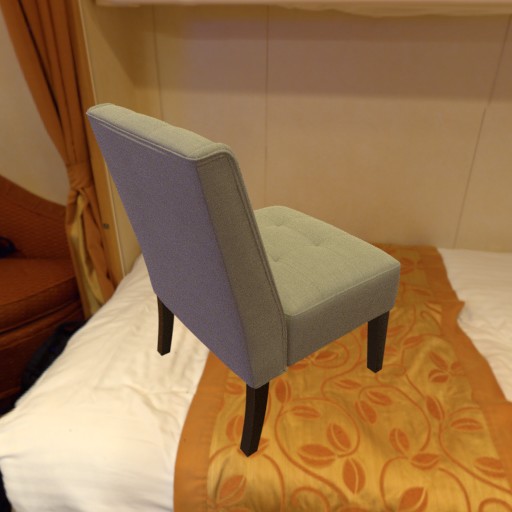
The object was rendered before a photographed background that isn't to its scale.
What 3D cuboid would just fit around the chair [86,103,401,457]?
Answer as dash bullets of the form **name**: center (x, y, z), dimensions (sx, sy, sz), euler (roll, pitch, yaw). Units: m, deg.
- **chair**: center (0.000, 0.000, 1.298), dimensions (0.676, 0.853, 0.569), euler (-20, 34, -32)
